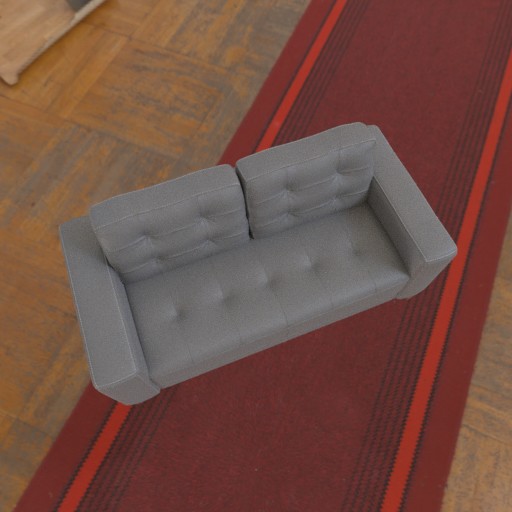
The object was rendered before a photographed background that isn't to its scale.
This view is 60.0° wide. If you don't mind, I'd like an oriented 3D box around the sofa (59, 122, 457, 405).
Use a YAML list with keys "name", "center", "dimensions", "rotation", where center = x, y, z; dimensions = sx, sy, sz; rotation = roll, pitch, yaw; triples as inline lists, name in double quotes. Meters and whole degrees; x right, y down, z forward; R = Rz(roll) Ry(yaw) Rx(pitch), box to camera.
- name: "sofa"
  center: [0.000, 0.000, 2.221]
  dimensions: [1.726, 0.892, 0.833]
  rotation: [-19, 66, -9]
